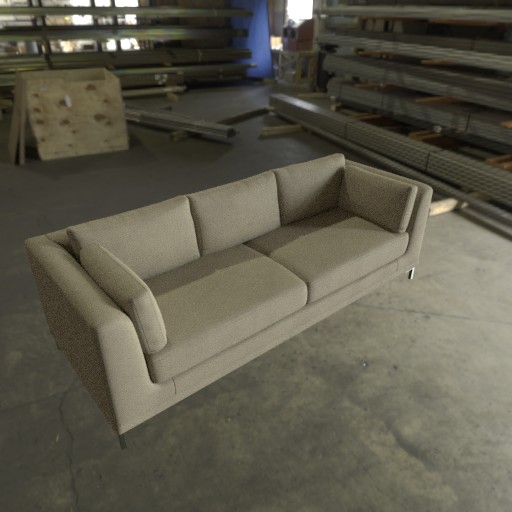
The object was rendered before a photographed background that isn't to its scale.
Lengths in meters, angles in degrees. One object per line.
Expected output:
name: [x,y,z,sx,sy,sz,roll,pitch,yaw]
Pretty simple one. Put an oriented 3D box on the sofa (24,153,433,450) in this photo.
sofa: [0.000,0.000,2.854,2.415,0.867,0.969,-22,36,-34]
